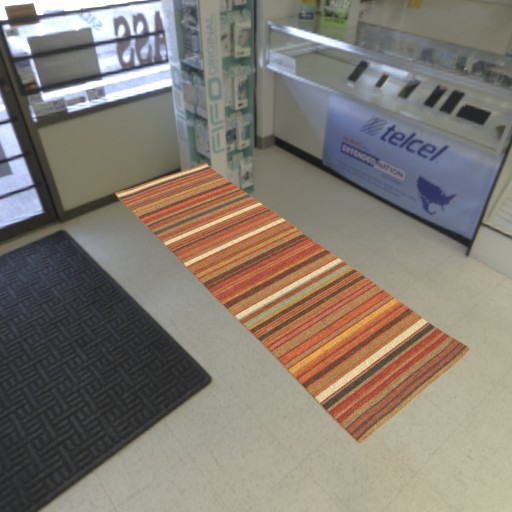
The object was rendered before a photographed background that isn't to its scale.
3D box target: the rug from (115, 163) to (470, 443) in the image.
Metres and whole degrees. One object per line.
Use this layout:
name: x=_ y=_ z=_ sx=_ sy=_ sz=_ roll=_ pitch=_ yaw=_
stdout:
rug: x=0.000 y=0.000 z=2.746 sx=0.799 sy=0.030 sz=2.444 roll=-26 pitch=46 yaw=-28
